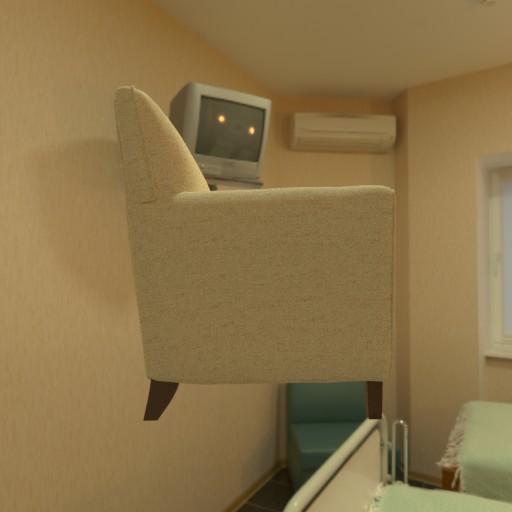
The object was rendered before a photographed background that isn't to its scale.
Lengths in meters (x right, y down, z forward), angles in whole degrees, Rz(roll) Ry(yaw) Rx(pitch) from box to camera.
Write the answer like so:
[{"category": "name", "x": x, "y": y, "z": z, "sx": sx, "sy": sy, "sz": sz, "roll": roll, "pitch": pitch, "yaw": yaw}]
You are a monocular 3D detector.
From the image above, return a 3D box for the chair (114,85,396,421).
[{"category": "chair", "x": 0.000, "y": 0.000, "z": 1.628, "sx": 0.823, "sy": 0.943, "sz": 0.870, "roll": 0, "pitch": -1, "yaw": 0}]
